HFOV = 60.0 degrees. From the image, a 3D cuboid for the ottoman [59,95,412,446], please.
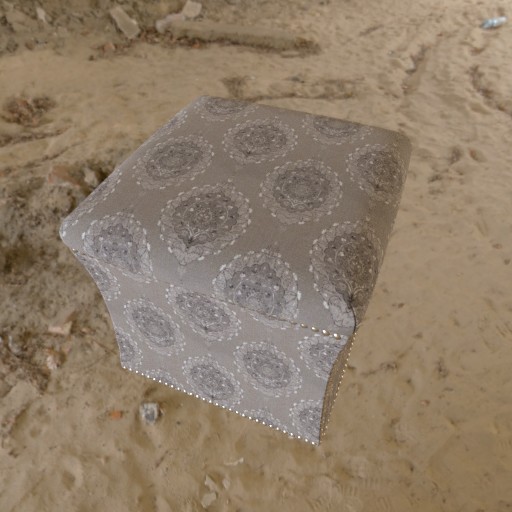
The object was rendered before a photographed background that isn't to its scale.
[{"bbox_3d":[0.000,0.000,0.924,0.497,0.473,0.507,16,48,16],"label":"ottoman"}]
